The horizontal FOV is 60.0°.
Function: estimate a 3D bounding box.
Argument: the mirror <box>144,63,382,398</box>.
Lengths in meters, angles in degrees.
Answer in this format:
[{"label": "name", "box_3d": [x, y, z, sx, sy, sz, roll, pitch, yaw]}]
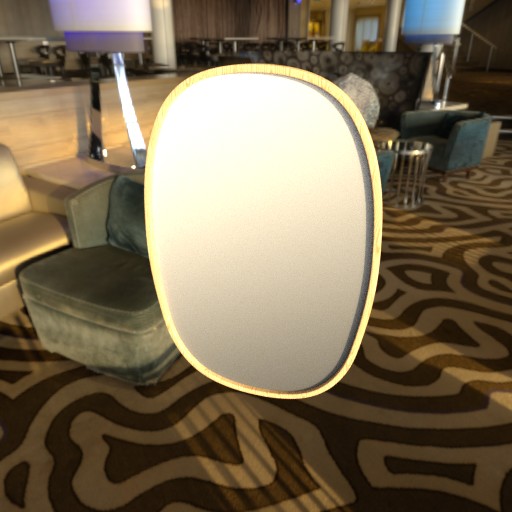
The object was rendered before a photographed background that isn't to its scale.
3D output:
[{"label": "mirror", "box_3d": [0.000, 0.000, 1.350, 0.724, 1.075, 0.037, 8, 27, 15]}]
